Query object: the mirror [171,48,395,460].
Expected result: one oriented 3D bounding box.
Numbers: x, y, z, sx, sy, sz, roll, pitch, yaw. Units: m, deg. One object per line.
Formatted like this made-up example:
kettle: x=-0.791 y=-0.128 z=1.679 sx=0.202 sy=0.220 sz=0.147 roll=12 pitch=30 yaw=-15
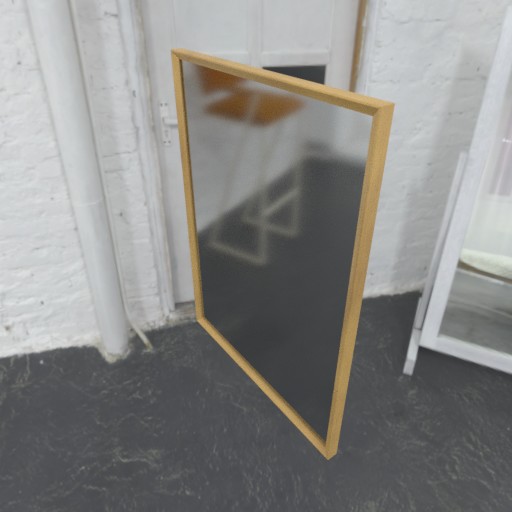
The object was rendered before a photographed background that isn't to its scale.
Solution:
mirror: x=0.000 y=0.000 z=1.288 sx=0.041 sy=1.016 sz=0.762 roll=-22 pitch=39 yaw=-30
